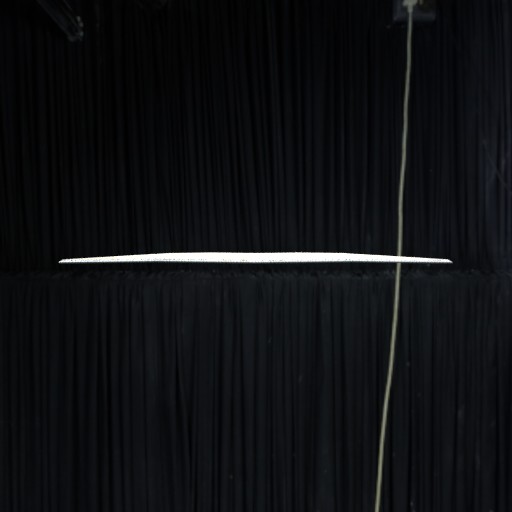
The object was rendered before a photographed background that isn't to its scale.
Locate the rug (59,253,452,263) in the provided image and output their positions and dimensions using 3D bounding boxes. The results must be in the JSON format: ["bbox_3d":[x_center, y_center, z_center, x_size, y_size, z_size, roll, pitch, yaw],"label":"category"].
[{"bbox_3d":[0.000,0.000,3.739,2.043,0.026,2.901,0,1,0],"label":"rug"}]
